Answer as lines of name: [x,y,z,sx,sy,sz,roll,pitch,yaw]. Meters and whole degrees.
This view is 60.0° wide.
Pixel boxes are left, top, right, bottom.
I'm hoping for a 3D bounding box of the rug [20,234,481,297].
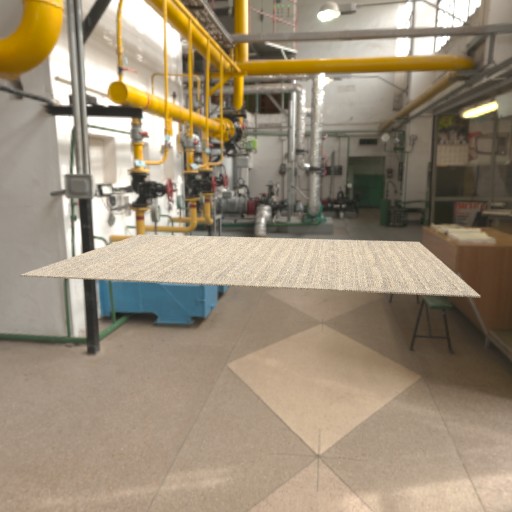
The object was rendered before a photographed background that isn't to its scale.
rug: [0.000,0.000,2.208,1.752,0.006,1.142,2,11,10]
